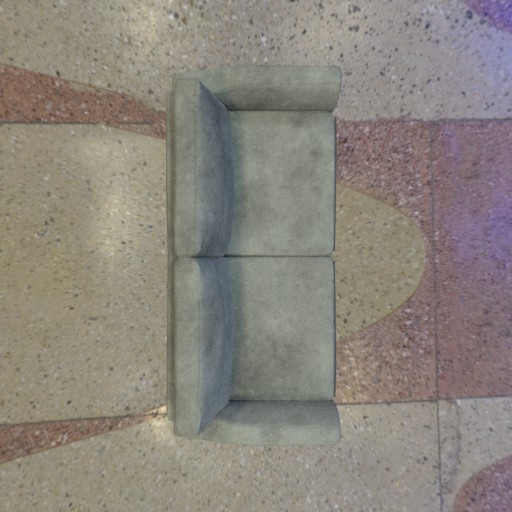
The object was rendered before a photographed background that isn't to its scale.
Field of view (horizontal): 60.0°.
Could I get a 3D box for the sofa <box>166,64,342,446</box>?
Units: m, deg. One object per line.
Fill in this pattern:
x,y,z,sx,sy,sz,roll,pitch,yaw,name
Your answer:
0.000,0.000,2.292,0.849,0.859,1.837,0,91,-1,sofa
